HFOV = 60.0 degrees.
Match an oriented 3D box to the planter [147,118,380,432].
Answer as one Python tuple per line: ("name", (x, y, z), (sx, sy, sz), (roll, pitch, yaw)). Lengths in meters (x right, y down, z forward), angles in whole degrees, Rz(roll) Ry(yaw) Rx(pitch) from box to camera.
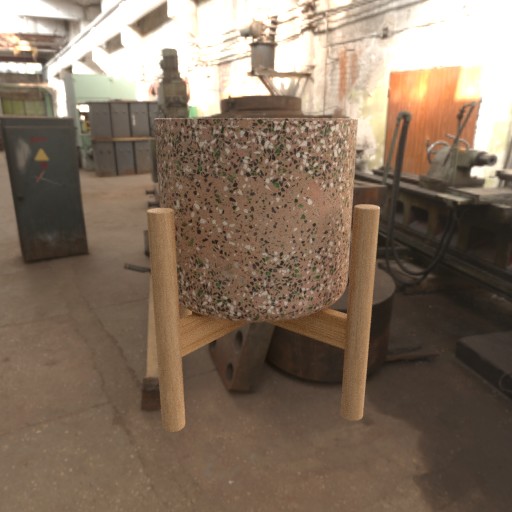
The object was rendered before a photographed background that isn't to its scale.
("planter", (0.000, 0.000, 0.541), (0.284, 0.320, 0.284), (-9, 19, -27))
